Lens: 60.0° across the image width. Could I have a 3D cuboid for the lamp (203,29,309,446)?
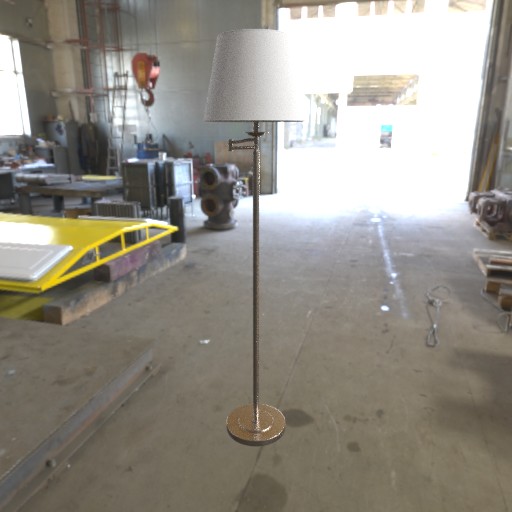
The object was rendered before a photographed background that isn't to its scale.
[{"bbox_3d":[0.000,0.000,1.639,0.355,1.473,0.355,0,16,0],"label":"lamp"}]
